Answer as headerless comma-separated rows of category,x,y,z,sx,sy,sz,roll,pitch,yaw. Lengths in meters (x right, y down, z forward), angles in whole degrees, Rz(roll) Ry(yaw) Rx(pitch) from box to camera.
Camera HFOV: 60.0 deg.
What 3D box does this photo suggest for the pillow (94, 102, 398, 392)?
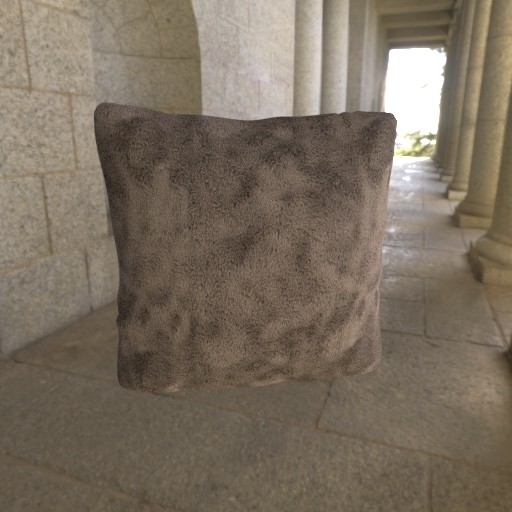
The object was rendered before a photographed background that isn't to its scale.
pillow,0.000,0.000,0.797,0.522,0.520,0.204,-3,16,-9
